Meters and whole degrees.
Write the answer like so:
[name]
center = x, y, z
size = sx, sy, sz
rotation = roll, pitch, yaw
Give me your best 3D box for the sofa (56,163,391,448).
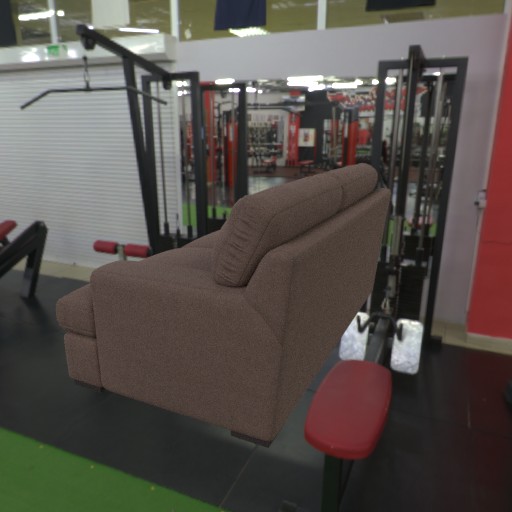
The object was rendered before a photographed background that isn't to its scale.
[sofa]
center = 0.000, 0.000, 2.481
size = 1.140, 0.950, 1.869
rotation = 8, 18, 25
